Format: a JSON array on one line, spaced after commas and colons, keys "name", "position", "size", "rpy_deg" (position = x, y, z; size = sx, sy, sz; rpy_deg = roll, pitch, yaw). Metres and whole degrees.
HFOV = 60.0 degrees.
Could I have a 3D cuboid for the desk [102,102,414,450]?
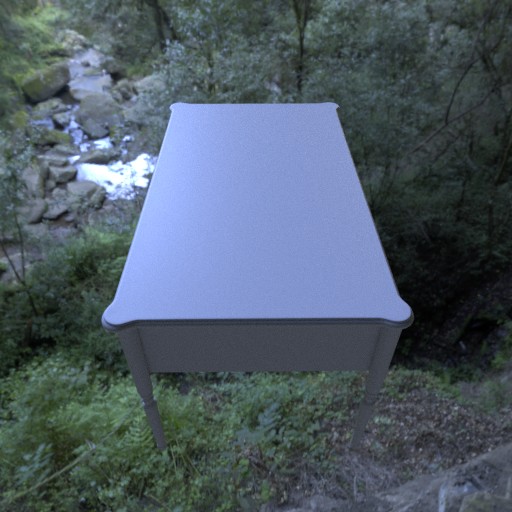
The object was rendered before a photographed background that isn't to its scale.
[{"name": "desk", "position": [0.000, 0.000, 1.872], "size": [0.807, 0.762, 1.380], "rpy_deg": [0, 42, 0]}]
